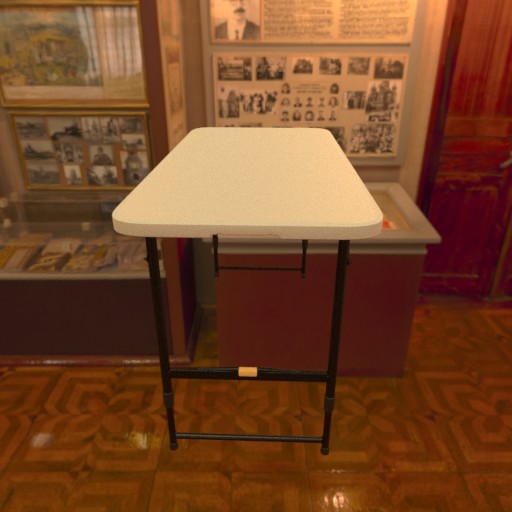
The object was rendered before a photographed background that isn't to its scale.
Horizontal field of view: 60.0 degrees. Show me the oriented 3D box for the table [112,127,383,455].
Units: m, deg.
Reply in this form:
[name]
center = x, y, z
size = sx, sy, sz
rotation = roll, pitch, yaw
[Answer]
[table]
center = 0.000, 0.000, 1.645
size = 0.611, 0.737, 1.245
rotation = 1, 25, 2
